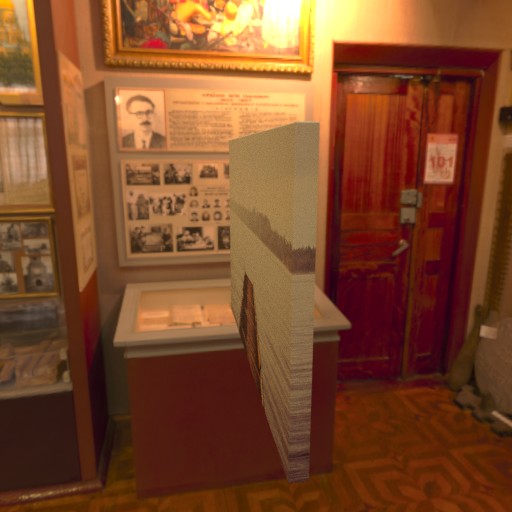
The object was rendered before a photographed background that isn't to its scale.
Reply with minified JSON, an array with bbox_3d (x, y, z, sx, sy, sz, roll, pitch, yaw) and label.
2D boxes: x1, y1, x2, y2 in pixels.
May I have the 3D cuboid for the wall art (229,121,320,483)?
[{"bbox_3d":[0.000,0.000,1.149,0.037,0.609,0.916,-2,13,-9],"label":"wall art"}]
